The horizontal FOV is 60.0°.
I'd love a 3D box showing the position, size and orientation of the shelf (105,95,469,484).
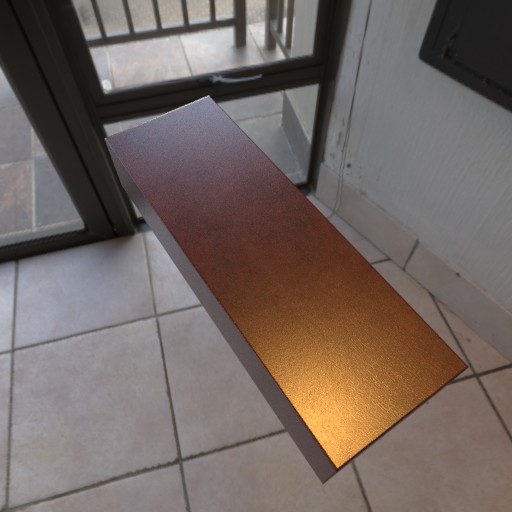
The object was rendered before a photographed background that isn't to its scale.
[{"bbox_3d":[0.000,0.000,0.514,0.152,0.088,0.457,-29,62,-18],"label":"shelf"}]
